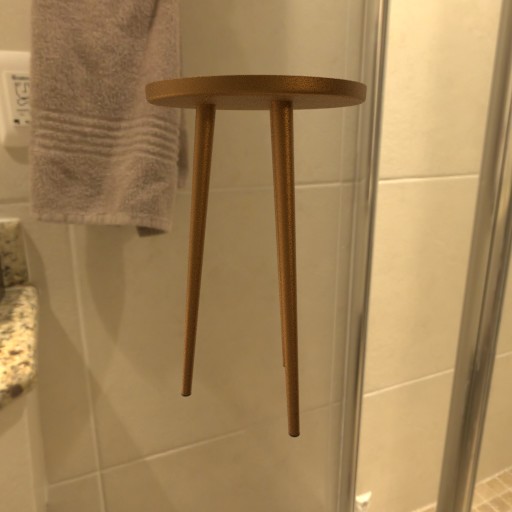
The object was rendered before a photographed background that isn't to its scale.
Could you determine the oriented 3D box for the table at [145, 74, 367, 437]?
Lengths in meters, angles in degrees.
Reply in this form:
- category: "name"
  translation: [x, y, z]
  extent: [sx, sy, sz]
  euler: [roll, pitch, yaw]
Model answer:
- category: "table"
  translation: [0.000, 0.000, 0.677]
  extent: [0.299, 0.480, 0.299]
  euler: [8, 17, 27]
